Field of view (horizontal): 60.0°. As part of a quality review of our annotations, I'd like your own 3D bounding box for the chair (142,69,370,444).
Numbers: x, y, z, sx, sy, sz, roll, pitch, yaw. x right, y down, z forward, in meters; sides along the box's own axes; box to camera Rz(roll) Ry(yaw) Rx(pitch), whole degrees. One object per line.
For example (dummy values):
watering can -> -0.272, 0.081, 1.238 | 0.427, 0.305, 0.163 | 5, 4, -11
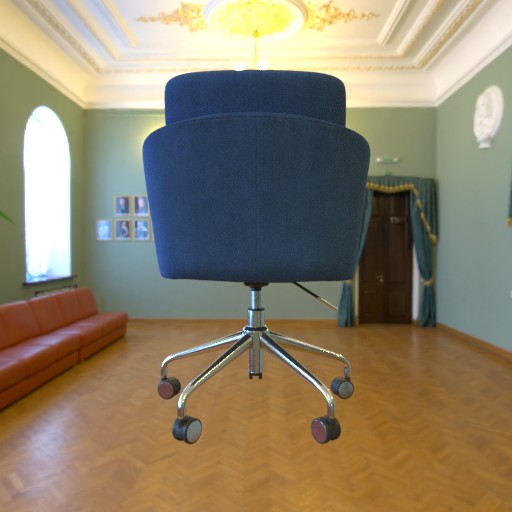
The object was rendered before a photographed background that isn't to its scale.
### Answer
chair -> 0.000, 0.000, 1.354 | 0.641, 0.908, 0.635 | 0, 1, 0
